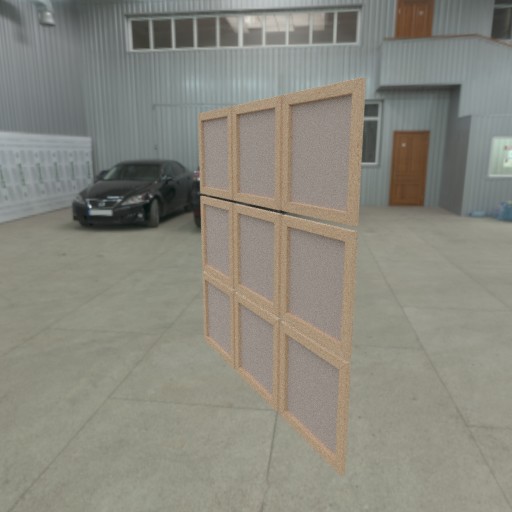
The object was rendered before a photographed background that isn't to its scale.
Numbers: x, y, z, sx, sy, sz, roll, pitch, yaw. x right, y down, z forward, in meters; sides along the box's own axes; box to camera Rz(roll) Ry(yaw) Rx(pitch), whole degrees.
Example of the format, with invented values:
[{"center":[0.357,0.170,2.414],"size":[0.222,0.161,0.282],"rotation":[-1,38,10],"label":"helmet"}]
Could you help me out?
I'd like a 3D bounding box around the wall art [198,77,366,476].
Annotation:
[{"center":[0.000,0.000,1.373],"size":[0.012,0.910,0.917],"rotation":[-7,15,-27],"label":"wall art"}]
